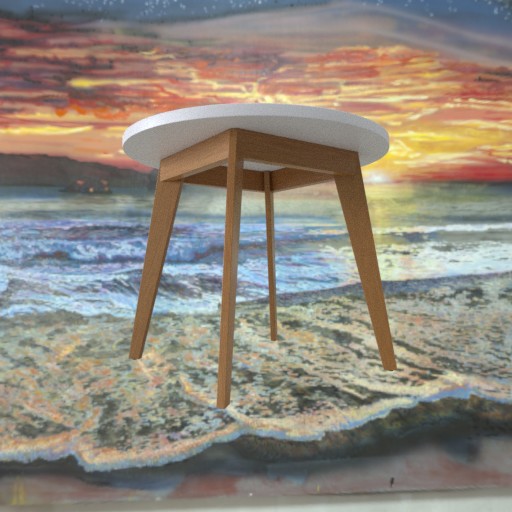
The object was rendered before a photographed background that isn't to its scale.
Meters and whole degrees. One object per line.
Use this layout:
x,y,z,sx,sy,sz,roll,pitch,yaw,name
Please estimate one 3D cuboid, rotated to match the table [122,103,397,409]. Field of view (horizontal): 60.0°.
0.000,0.000,1.553,0.896,0.762,0.896,0,0,0,table
